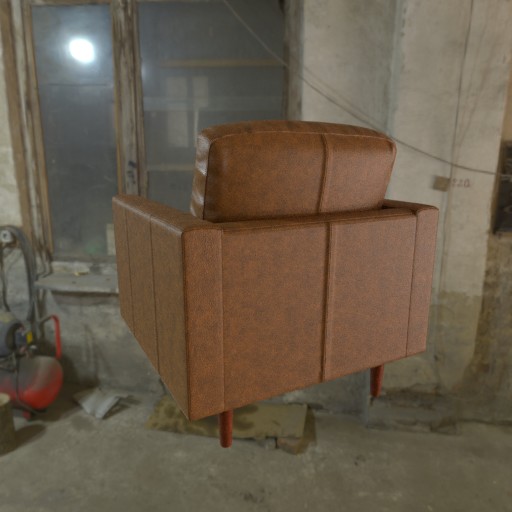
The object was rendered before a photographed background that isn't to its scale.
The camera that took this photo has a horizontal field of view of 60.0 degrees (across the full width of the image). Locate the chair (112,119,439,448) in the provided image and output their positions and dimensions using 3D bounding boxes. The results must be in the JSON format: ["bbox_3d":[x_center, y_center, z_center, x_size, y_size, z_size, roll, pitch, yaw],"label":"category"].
[{"bbox_3d":[0.000,0.000,1.688,0.890,0.956,0.909,-7,15,-27],"label":"chair"}]
